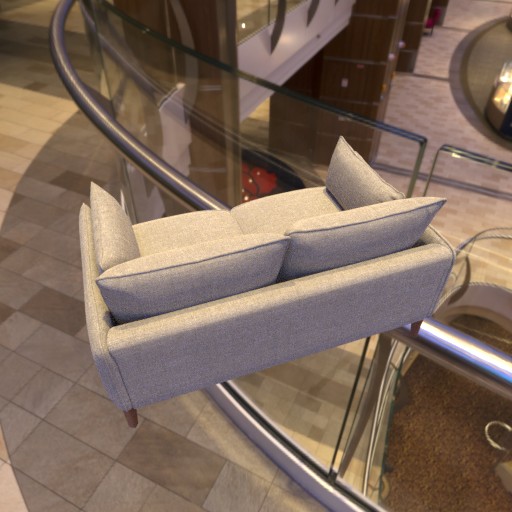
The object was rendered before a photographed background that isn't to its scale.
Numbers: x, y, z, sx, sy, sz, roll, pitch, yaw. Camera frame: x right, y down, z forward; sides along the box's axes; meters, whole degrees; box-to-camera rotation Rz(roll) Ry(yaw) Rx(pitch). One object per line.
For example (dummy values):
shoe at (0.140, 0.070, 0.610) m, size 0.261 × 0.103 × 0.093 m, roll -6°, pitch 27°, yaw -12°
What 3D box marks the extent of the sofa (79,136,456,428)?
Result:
sofa at (0.000, 0.000, 2.158) m, size 1.580 × 0.851 × 0.972 m, roll -14°, pitch 44°, yaw -15°
